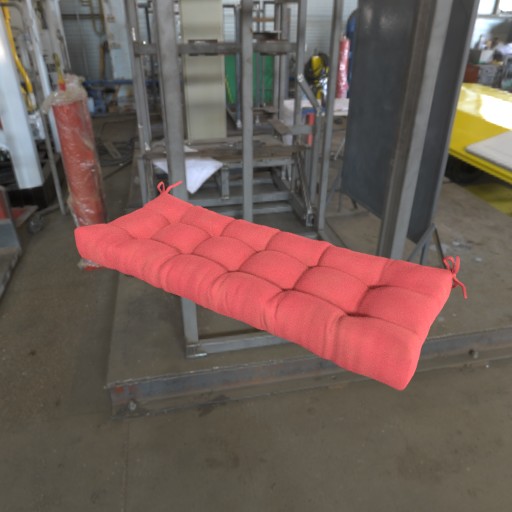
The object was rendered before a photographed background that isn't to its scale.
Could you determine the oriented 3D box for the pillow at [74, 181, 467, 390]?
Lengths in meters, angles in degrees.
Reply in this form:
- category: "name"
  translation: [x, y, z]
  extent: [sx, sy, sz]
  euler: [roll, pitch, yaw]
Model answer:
- category: "pillow"
  translation: [0.000, 0.000, 1.389]
  extent: [1.194, 0.174, 0.511]
  euler: [18, 34, 28]
